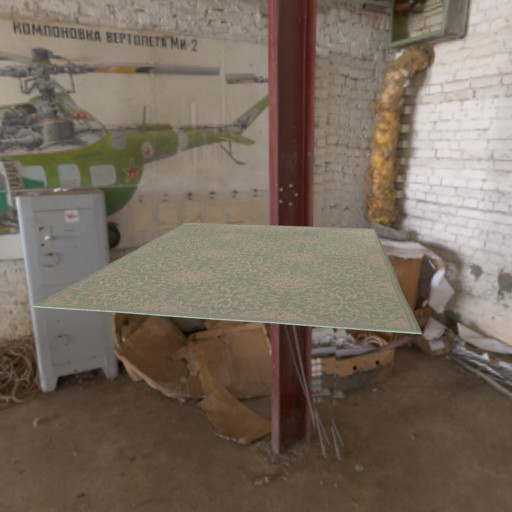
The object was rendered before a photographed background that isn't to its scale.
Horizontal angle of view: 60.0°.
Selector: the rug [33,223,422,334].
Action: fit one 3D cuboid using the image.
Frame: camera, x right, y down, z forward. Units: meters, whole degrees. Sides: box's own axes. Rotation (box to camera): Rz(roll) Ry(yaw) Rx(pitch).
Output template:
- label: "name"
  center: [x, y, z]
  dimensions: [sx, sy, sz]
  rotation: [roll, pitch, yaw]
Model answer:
- label: "rug"
  center: [0.000, 0.000, 4.037]
  dimensions: [2.363, 0.012, 2.980]
  rotation: [3, 15, 10]
